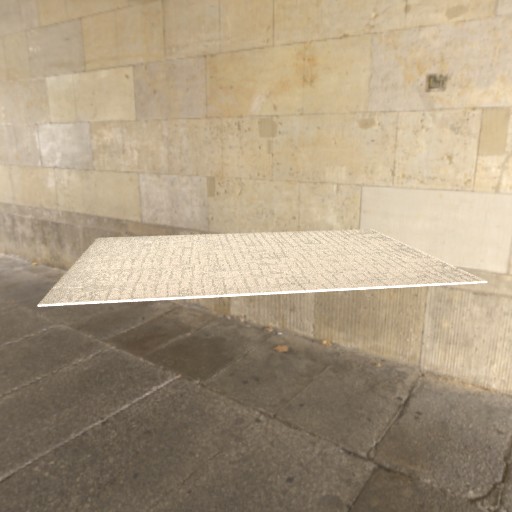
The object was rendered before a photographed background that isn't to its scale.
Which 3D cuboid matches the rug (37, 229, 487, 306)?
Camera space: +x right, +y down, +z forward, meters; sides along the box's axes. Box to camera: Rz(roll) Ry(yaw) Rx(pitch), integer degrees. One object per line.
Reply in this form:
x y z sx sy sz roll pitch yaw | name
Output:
0.000 0.000 2.347 1.827 0.007 1.211 -2 14 -9 | rug
